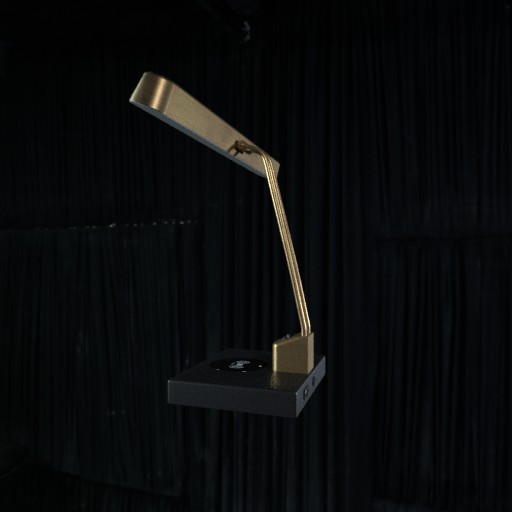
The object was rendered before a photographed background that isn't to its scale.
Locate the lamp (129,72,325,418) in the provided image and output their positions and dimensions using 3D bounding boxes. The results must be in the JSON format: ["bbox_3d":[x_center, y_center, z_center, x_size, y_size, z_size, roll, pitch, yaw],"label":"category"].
[{"bbox_3d":[0.000,0.000,0.583,0.156,0.345,0.412,0,0,18],"label":"lamp"}]
